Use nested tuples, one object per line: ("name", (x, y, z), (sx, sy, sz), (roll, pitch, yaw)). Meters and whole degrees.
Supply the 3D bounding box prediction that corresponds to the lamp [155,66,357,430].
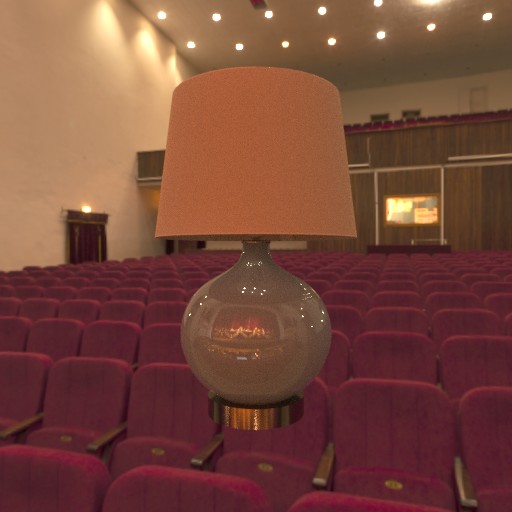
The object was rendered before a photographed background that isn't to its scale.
("lamp", (0.000, 0.000, 0.553), (0.247, 0.387, 0.247), (0, 0, 0))
